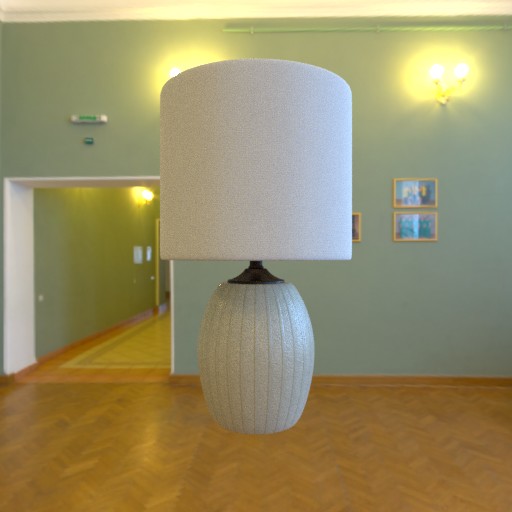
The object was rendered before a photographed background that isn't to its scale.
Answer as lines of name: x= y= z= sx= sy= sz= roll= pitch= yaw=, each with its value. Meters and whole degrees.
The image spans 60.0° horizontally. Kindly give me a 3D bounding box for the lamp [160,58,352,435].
lamp: x=0.000 y=0.000 z=0.777 sx=0.329 sy=0.570 sz=0.329 roll=0 pitch=0 yaw=0
